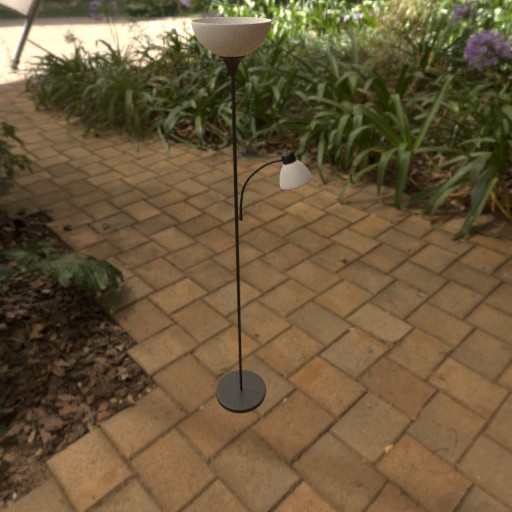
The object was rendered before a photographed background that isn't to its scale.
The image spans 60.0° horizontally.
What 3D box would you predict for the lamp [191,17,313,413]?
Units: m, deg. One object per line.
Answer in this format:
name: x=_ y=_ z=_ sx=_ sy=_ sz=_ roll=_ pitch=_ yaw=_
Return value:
lamp: x=0.000 y=0.000 z=1.921 sx=0.442 sy=1.804 sz=0.279 roll=10 pitch=34 yaw=15
